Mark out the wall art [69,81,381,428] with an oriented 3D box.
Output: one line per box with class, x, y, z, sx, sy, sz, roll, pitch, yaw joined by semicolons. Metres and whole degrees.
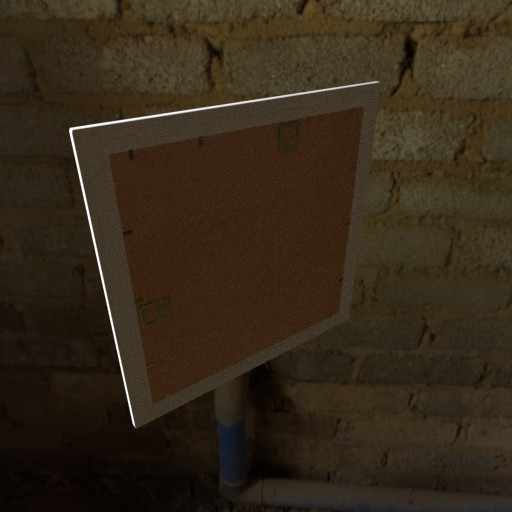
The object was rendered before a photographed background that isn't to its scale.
wall art;0.000;0.000;0.865;0.584;0.584;0.013;-20;37;-29
